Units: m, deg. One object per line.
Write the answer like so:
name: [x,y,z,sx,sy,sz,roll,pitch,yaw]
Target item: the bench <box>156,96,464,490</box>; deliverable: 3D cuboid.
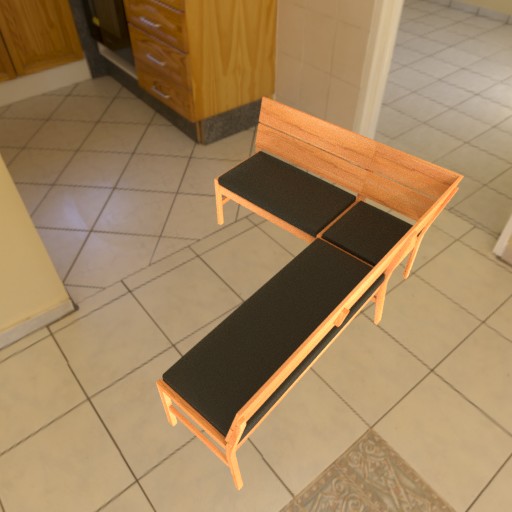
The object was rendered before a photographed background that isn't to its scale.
bench: [0.000,0.000,2.766,1.548,0.890,1.948,32,53,27]
